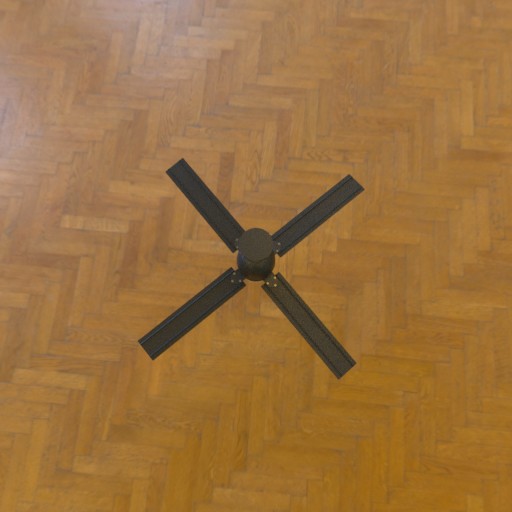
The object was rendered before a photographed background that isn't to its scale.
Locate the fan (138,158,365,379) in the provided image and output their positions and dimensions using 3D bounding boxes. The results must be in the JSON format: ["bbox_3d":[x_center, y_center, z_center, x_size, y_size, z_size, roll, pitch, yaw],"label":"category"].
[{"bbox_3d":[0.000,0.000,2.010,1.319,0.410,1.319,-40,80,-9],"label":"fan"}]
